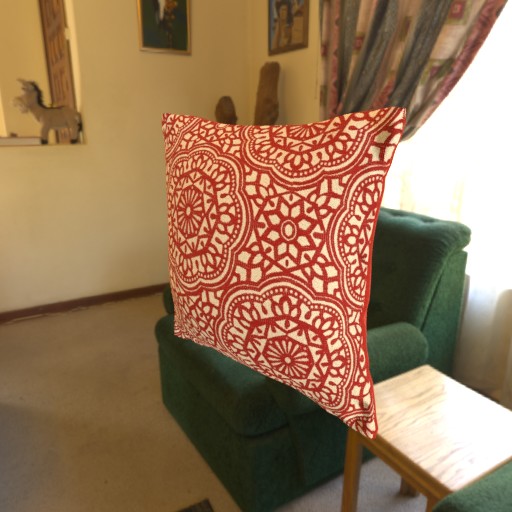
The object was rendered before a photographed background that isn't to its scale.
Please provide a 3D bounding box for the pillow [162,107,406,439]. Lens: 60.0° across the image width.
[{"bbox_3d":[0.000,0.000,0.670,0.438,0.419,0.162,15,23,41],"label":"pillow"}]
